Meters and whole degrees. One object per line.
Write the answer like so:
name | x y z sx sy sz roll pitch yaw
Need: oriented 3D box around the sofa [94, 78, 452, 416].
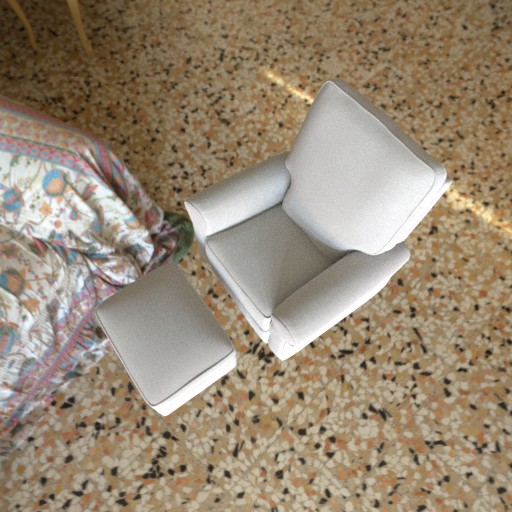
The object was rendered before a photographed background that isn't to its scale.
sofa | 0.000 0.000 2.016 1.478 0.959 0.880 -33 67 -16
